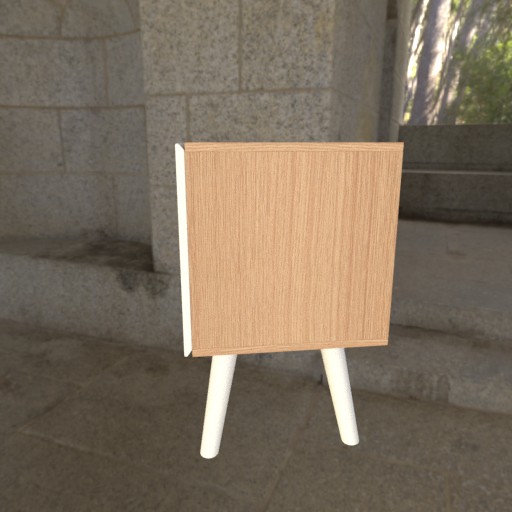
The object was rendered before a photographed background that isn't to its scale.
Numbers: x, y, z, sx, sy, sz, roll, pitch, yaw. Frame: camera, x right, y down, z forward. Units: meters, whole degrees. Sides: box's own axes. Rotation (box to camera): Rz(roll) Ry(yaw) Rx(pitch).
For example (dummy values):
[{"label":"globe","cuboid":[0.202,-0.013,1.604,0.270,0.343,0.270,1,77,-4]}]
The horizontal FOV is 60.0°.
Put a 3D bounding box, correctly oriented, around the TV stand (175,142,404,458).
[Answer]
[{"label":"TV stand","cuboid":[0.000,0.000,1.329,0.407,0.660,0.991,-2,15,-7]}]
